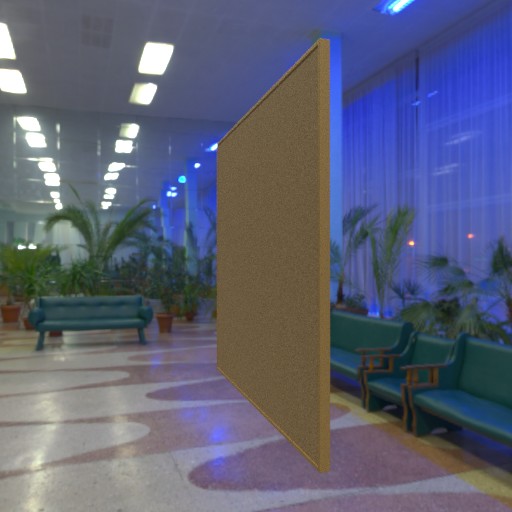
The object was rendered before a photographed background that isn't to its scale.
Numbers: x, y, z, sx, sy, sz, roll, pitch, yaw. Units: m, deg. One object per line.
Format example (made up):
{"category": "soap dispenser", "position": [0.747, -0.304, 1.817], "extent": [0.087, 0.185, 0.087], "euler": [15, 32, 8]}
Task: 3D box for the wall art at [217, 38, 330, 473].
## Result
{"category": "wall art", "position": [0.000, 0.000, 0.682], "extent": [0.013, 0.455, 0.457], "euler": [0, 0, -19]}
